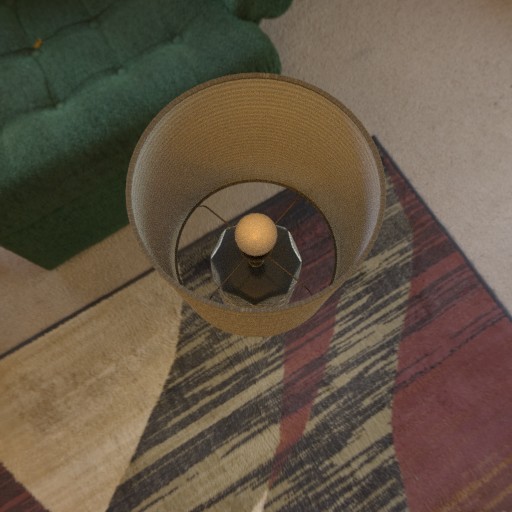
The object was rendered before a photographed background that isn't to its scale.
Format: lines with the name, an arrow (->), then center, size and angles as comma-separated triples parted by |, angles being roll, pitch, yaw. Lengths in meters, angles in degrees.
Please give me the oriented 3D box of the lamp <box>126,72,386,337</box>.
lamp -> 0.000, 0.000, 0.731 | 0.269, 0.566, 0.268 | 39, 78, 10
